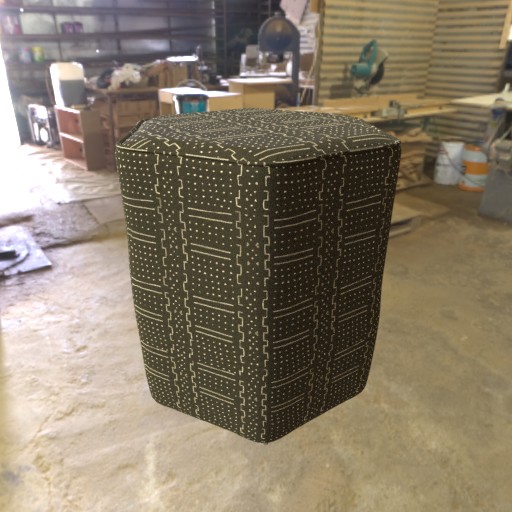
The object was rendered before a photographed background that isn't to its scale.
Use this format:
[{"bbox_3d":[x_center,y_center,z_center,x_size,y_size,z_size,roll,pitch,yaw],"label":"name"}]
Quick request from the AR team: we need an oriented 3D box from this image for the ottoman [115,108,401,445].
[{"bbox_3d":[0.000,0.000,0.863,0.494,0.502,0.443,-16,30,-30],"label":"ottoman"}]
